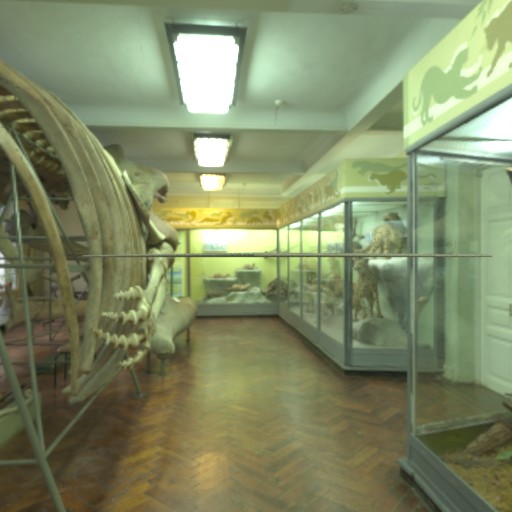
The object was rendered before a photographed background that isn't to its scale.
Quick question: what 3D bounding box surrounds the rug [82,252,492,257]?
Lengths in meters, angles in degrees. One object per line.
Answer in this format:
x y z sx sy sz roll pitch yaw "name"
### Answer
0.000 0.000 2.860 1.608 0.014 2.213 0 0 -36 "rug"
